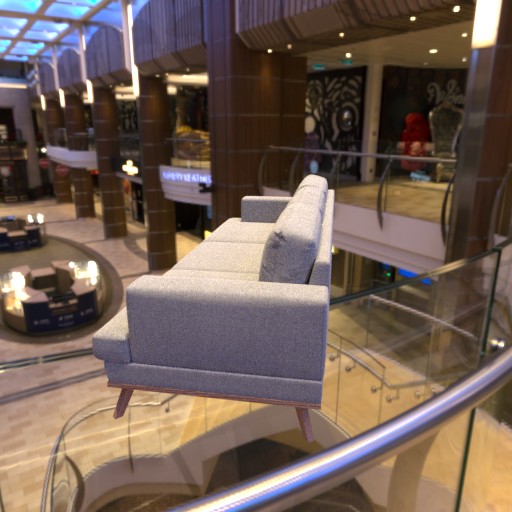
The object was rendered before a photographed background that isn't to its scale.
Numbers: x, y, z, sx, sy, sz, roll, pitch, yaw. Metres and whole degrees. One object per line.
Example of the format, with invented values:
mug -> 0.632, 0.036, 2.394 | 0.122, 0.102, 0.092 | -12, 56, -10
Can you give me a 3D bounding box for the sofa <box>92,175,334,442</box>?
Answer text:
sofa -> 0.000, 0.000, 2.734 | 0.920, 0.810, 2.310 | 3, 17, 10
